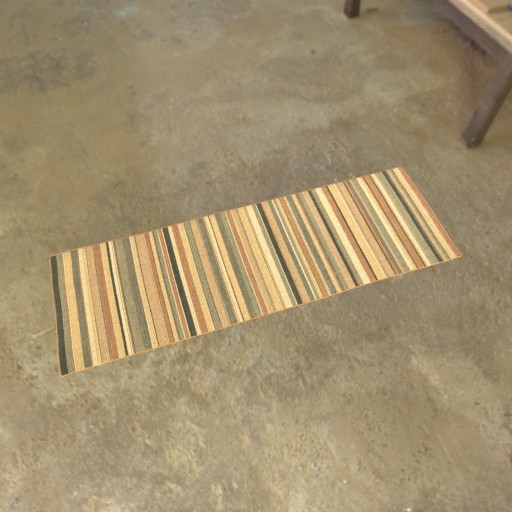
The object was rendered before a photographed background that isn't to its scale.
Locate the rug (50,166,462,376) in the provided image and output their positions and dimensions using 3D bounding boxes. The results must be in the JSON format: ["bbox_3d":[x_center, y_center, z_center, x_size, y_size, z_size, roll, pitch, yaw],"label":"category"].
[{"bbox_3d":[0.000,0.000,2.753,2.444,0.010,0.799,-15,59,-10],"label":"rug"}]
